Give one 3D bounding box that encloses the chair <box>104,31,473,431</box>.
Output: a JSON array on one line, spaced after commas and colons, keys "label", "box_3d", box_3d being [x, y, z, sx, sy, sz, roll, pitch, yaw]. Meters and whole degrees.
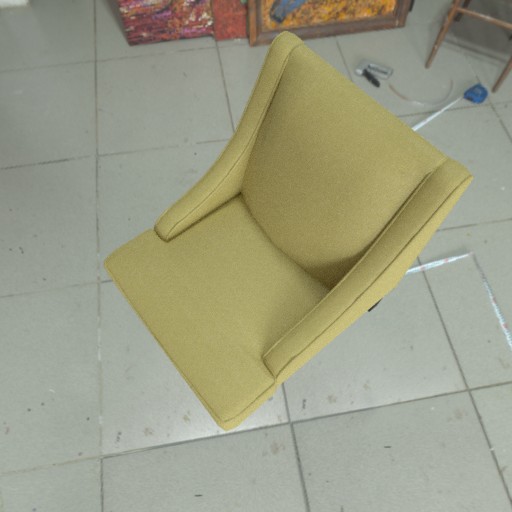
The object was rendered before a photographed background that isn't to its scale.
[{"label": "chair", "box_3d": [0.000, 0.000, 1.441, 0.814, 0.896, 0.696, -36, 68, -17]}]
